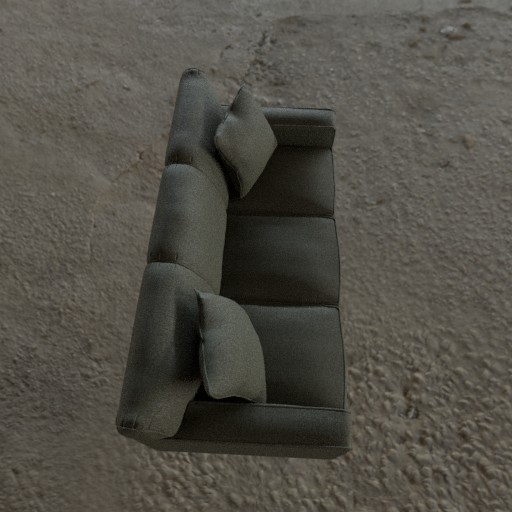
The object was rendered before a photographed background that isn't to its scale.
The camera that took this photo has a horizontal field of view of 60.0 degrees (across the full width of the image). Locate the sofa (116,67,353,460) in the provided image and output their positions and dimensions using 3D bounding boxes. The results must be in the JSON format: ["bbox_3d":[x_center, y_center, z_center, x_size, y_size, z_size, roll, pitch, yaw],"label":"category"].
[{"bbox_3d":[0.000,0.000,2.502,0.997,0.958,2.024,2,61,1],"label":"sofa"}]
